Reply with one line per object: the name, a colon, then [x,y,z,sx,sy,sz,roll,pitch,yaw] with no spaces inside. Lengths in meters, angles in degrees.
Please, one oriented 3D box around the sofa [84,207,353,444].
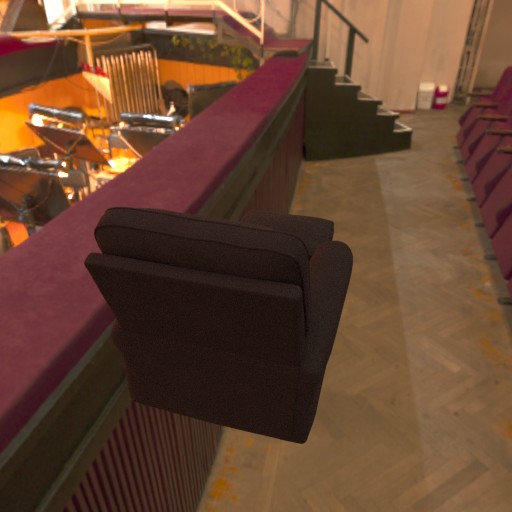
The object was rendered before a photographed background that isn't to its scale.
sofa: [0.000,0.000,2.058,0.880,0.959,1.478,9,32,14]
